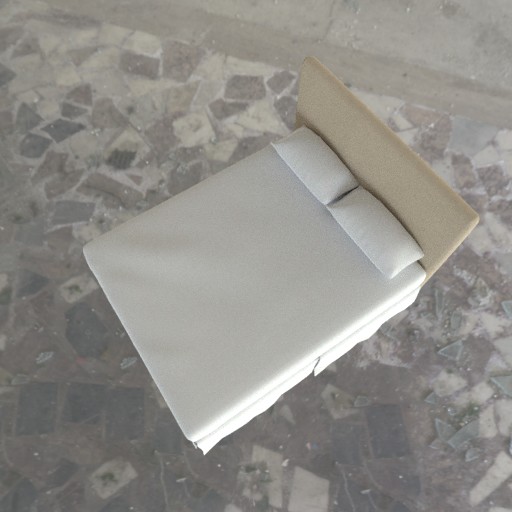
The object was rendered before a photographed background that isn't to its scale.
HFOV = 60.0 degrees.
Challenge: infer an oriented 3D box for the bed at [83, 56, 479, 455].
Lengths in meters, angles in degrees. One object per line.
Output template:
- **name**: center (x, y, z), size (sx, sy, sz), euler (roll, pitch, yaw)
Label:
- **bed**: center (0.000, 0.000, 3.183), size (2.142, 1.330, 1.723), euler (-31, 68, -14)
